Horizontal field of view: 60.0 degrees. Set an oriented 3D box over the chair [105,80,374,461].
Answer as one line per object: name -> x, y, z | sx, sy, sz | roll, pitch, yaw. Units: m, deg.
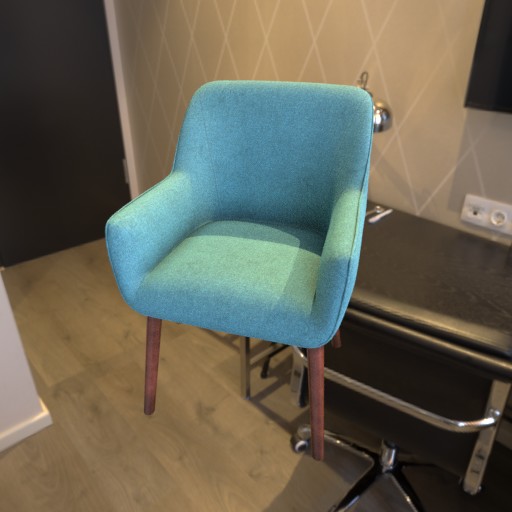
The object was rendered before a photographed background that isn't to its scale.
chair -> 0.000, 0.000, 1.159 | 0.543, 0.803, 0.519 | 9, 29, 15
